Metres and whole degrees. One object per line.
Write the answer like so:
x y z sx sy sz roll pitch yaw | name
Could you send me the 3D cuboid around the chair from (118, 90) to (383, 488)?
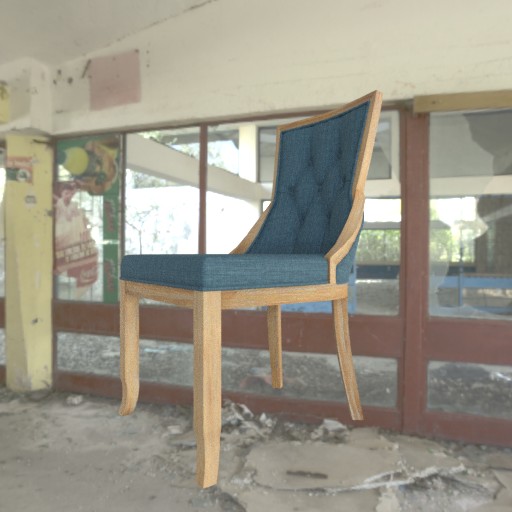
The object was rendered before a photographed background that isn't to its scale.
0.000 0.000 1.296 0.641 0.947 0.524 0 1 -36 | chair
